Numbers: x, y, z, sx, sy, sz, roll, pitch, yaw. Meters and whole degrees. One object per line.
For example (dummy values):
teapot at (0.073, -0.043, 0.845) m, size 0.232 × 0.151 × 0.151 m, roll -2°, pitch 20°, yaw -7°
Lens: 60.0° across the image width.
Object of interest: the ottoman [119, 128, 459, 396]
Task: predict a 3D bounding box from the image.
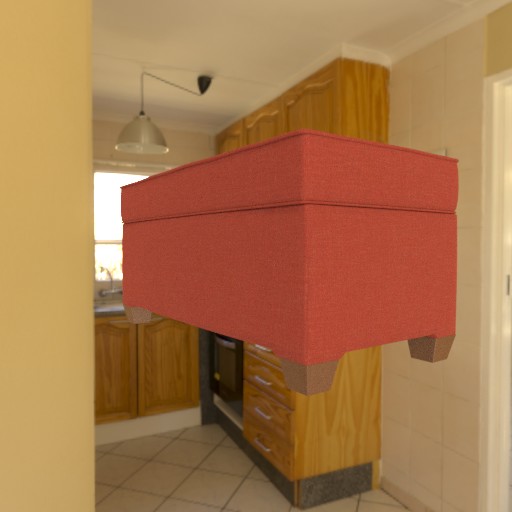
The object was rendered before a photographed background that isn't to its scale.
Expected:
ottoman at (0.000, 0.000, 1.237) m, size 0.497 × 0.454 × 0.948 m, roll -1°, pitch 2°, yaw -35°
